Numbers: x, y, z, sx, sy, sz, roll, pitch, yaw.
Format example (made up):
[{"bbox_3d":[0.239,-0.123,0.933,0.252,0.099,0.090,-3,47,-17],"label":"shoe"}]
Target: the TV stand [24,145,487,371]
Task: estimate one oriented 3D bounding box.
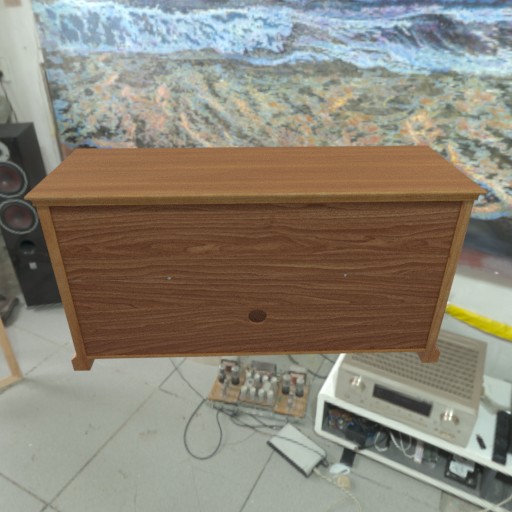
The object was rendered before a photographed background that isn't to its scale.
[{"bbox_3d":[0.000,0.000,1.455,1.181,0.607,0.417,-1,30,-2],"label":"TV stand"}]
